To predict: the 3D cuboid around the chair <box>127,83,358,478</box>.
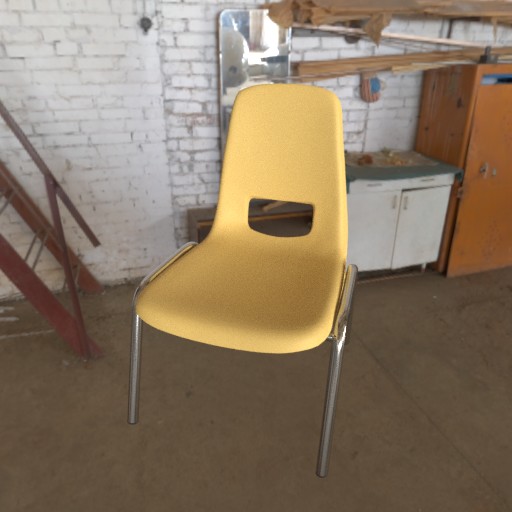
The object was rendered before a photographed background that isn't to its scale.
[{"bbox_3d":[0.000,0.000,0.775,0.354,0.536,0.385,8,27,16],"label":"chair"}]
